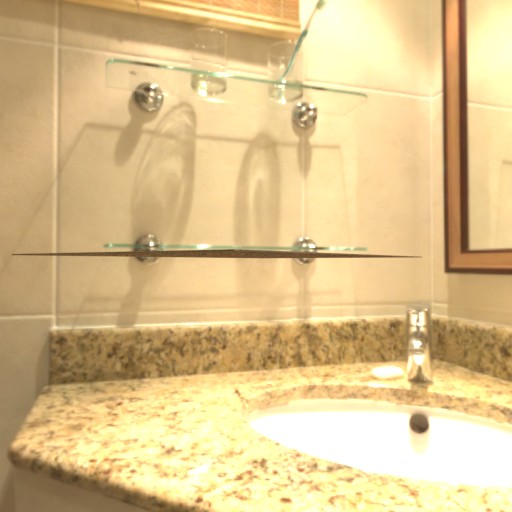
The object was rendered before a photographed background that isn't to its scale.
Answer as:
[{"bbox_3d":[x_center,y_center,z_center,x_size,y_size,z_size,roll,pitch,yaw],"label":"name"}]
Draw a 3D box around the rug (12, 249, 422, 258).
[{"bbox_3d":[0.000,0.000,2.948,1.515,0.007,2.427,-1,-1,35],"label":"rug"}]
